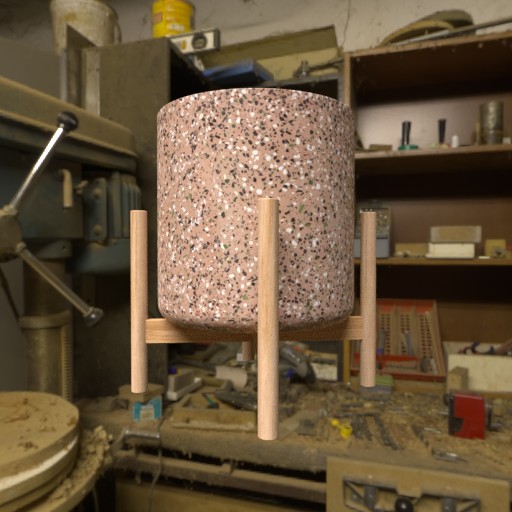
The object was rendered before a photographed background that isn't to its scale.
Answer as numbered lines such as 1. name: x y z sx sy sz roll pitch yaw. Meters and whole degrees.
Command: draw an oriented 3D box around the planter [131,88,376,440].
1. planter: 0.000 0.000 0.700 0.360 0.419 0.360 0 1 18
